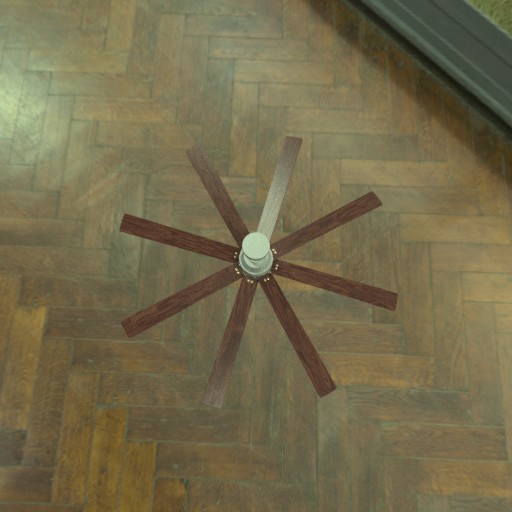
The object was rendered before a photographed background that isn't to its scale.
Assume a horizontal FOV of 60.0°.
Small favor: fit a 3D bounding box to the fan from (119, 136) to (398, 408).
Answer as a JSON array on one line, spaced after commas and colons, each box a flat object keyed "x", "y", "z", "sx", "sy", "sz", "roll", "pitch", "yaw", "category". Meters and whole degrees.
[{"x": 0.000, "y": 0.000, "z": 2.695, "sx": 1.830, "sy": 0.472, "sz": 1.830, "roll": 16, "pitch": 76, "yaw": 4, "category": "fan"}]
